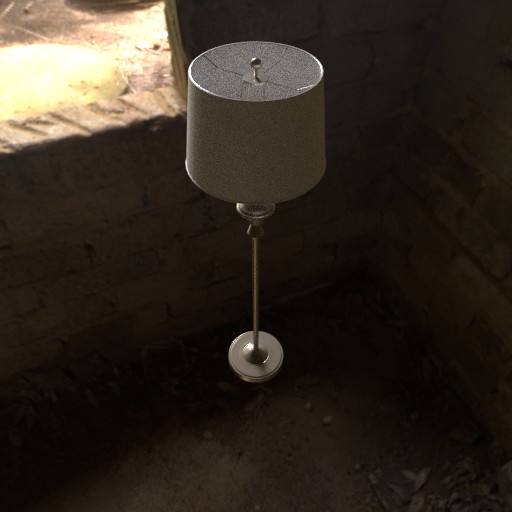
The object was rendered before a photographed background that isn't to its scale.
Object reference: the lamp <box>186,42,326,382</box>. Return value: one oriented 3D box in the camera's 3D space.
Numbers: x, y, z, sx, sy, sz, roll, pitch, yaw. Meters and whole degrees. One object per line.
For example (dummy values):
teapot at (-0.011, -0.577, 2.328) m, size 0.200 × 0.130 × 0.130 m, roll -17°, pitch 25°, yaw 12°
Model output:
lamp at (0.000, 0.000, 1.684) m, size 0.431 × 1.488 × 0.431 m, roll 0°, pitch 47°, yaw 0°
